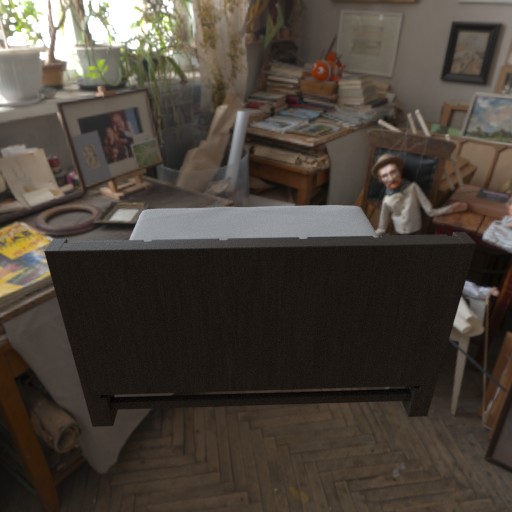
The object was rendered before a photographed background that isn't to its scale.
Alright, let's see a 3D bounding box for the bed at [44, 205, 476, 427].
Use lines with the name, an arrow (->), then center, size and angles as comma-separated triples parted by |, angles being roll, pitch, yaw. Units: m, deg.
bed -> 0.000, 0.000, 3.371 | 2.134, 1.270, 2.012 | -1, 30, -2
